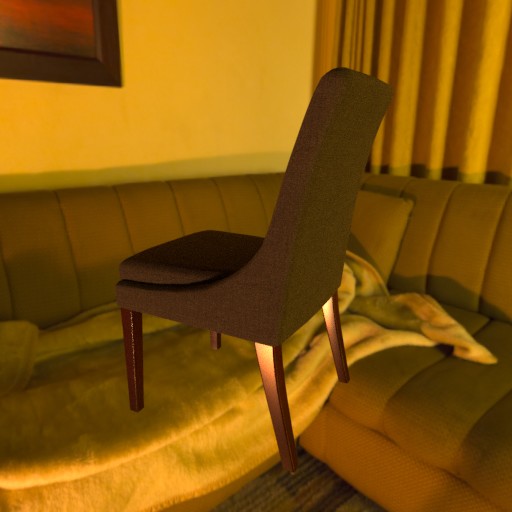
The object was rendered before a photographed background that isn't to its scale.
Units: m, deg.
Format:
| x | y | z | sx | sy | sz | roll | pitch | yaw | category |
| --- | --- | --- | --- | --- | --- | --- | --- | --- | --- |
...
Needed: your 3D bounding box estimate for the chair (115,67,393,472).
| x | y | z | sx | sy | sz | roll | pitch | yaw | category |
| --- | --- | --- | --- | --- | --- | --- | --- | --- | --- |
| 0.000 | 0.000 | 1.302 | 0.655 | 0.952 | 0.508 | 8 | 18 | 27 | chair |
